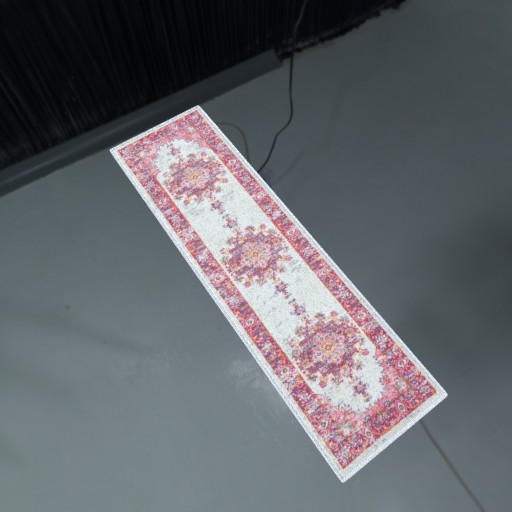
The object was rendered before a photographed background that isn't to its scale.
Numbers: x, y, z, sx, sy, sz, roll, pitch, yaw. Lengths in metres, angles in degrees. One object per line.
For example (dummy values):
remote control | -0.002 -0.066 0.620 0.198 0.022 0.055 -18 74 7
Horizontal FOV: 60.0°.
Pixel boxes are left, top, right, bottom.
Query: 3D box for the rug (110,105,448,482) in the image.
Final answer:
rug | 0.000 0.000 2.472 0.666 0.011 2.294 -32 68 -15
